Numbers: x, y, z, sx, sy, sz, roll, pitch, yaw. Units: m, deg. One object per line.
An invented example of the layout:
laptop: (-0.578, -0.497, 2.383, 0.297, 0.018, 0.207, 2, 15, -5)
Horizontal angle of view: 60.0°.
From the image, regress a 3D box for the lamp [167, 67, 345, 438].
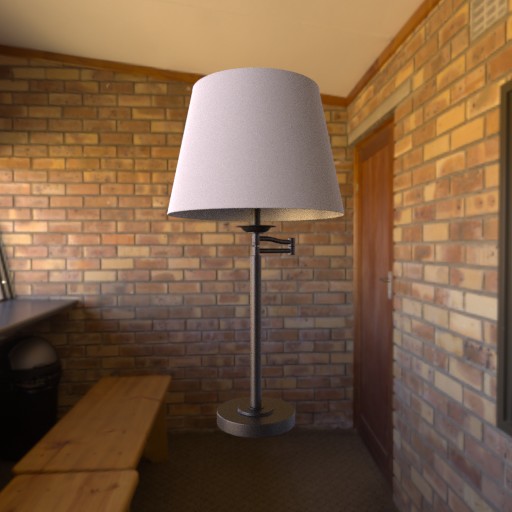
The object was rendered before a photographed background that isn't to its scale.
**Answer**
lamp: (0.000, 0.000, 0.924, 0.363, 0.696, 0.363, 0, 1, 0)
